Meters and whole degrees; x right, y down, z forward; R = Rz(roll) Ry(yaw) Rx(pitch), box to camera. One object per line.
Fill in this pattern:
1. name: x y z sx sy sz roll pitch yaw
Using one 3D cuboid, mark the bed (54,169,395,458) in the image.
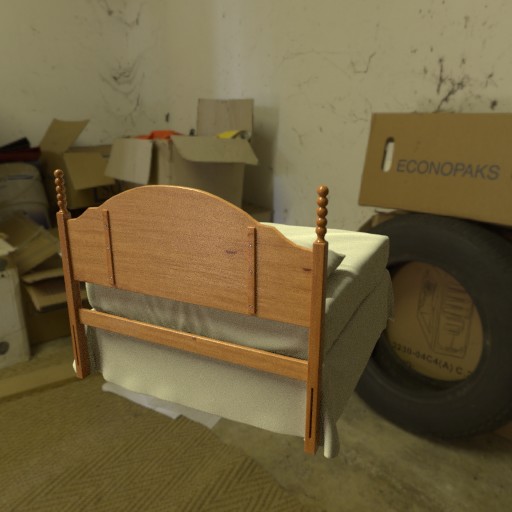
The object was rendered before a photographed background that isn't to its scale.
1. bed: 0.000 0.000 3.269 1.873 1.356 2.040 8 18 25
